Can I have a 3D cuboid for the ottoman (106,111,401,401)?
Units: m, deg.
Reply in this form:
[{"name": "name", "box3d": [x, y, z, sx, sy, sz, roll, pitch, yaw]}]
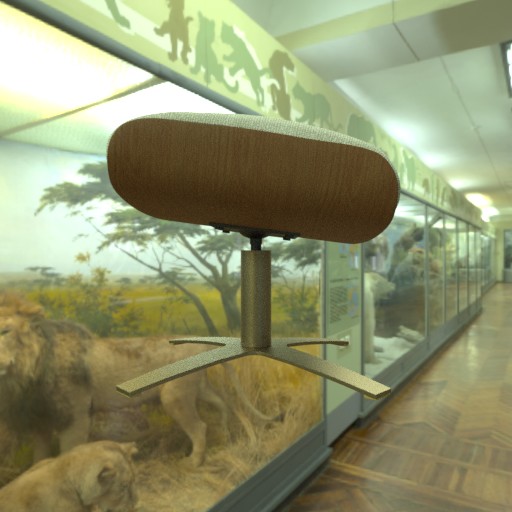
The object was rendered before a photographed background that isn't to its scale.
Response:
[{"name": "ottoman", "box3d": [0.000, 0.000, 0.801, 0.394, 0.391, 0.520, 0, 0, 2]}]
